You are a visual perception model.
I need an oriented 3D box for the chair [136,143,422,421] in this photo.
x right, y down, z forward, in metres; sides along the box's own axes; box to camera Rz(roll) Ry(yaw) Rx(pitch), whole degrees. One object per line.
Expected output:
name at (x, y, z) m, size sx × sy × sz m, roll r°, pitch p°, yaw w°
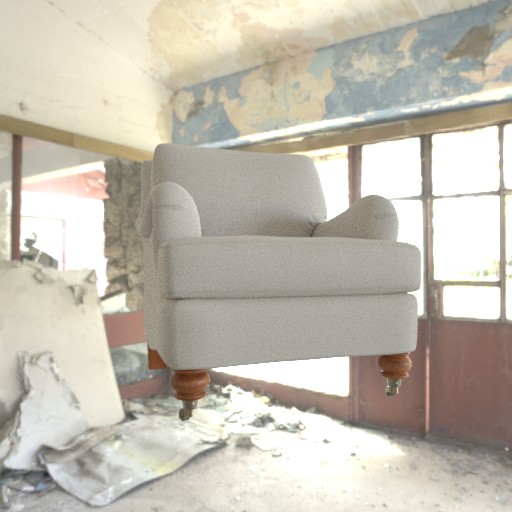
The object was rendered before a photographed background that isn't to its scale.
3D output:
chair at (0.000, 0.000, 1.889) m, size 0.955 × 1.038 × 1.070 m, roll 0°, pitch -1°, yaw -19°
